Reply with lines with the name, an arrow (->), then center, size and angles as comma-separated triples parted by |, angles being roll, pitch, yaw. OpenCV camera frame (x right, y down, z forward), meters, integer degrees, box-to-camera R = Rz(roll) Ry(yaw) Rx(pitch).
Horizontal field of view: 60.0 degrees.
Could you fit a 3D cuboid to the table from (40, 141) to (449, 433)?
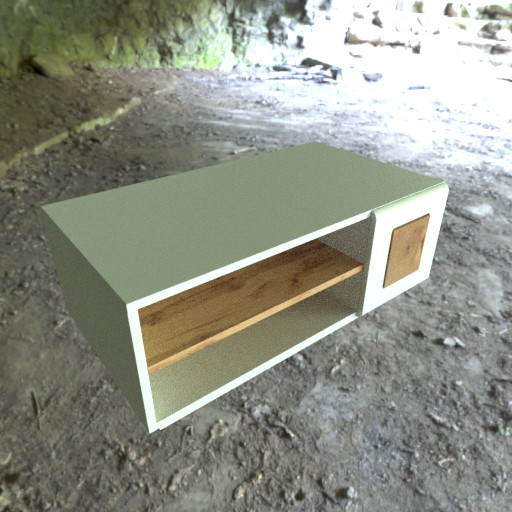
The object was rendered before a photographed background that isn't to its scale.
table -> 0.000, 0.000, 1.464 | 1.097, 0.442, 0.639 | -21, 36, -32
